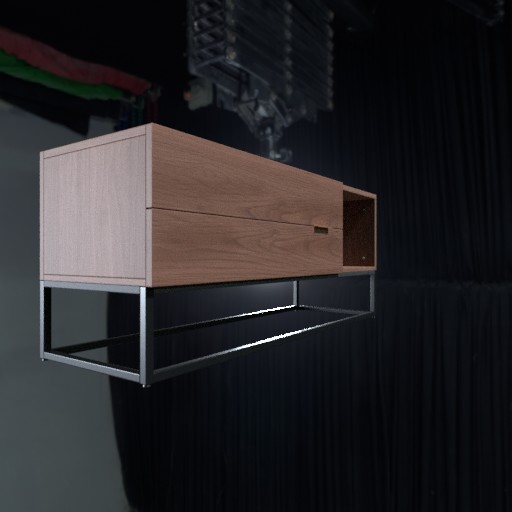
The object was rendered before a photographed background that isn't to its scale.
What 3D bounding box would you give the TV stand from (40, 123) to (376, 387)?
[{"bbox_3d":[0.000,0.000,1.429,0.415,0.500,1.200,0,0,36],"label":"TV stand"}]
